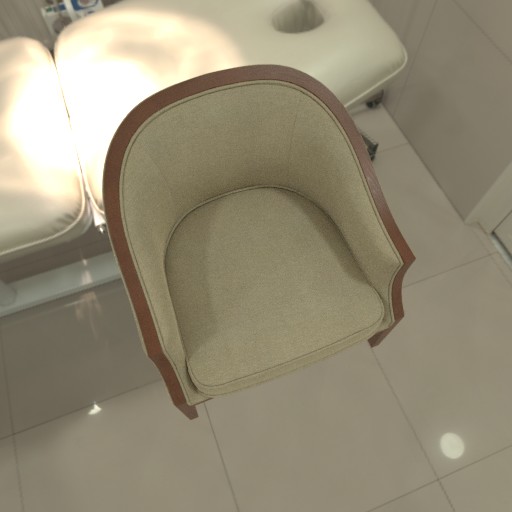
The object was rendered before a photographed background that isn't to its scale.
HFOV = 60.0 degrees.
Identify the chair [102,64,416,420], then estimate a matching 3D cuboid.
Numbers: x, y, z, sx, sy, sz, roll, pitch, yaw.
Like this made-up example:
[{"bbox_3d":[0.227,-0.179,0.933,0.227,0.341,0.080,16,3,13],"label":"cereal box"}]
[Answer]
[{"bbox_3d":[0.000,0.000,1.433,0.803,0.876,0.735,-19,65,-9],"label":"chair"}]
